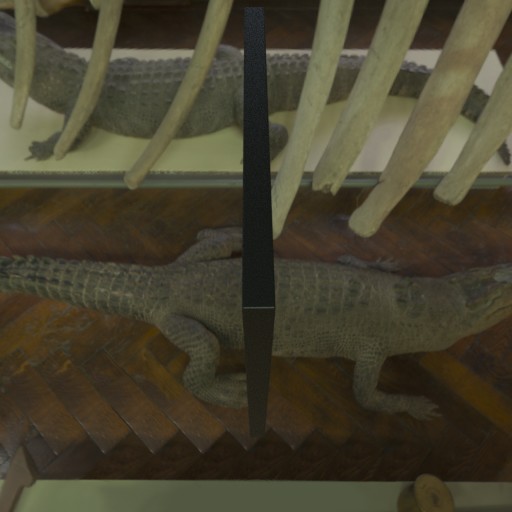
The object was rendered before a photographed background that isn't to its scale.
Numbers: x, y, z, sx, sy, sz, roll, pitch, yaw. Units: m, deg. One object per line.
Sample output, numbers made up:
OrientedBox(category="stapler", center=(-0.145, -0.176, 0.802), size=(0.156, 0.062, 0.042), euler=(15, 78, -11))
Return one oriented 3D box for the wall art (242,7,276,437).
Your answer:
OrientedBox(category="wall art", center=(0.000, 0.000, 0.724), size=(0.028, 0.559, 0.457), euler=(0, 58, 0))
